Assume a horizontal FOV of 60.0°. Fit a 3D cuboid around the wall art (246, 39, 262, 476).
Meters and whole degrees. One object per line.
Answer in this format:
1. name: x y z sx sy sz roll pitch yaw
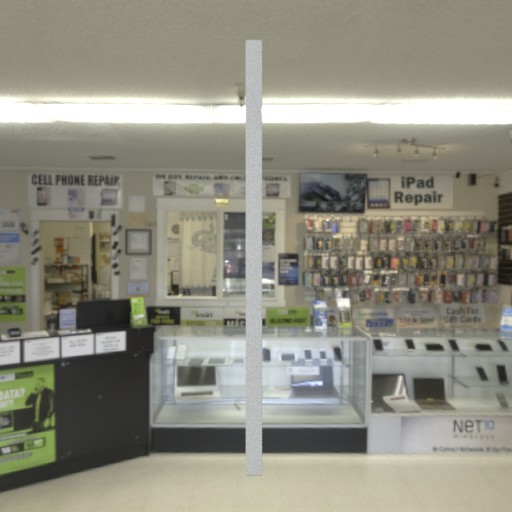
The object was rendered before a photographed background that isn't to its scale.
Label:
1. wall art: 0.000 0.000 0.766 0.020 0.536 0.444 0 1 1
